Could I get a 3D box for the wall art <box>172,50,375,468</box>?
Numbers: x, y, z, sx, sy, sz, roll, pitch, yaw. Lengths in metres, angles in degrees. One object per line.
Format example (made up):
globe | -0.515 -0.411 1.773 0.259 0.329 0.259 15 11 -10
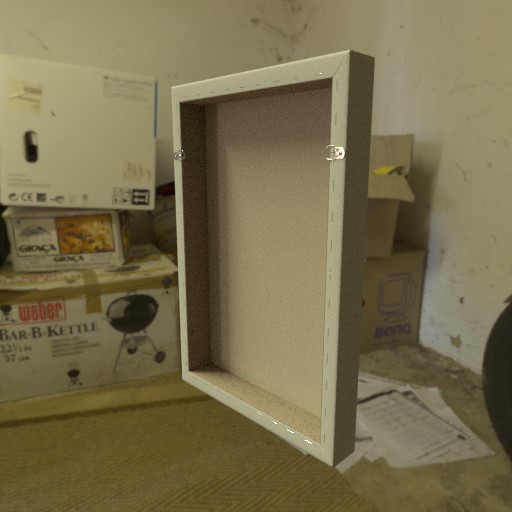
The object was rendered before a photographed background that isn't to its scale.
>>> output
wall art | 0.000 0.000 0.495 0.039 0.381 0.252 -12 17 -43
